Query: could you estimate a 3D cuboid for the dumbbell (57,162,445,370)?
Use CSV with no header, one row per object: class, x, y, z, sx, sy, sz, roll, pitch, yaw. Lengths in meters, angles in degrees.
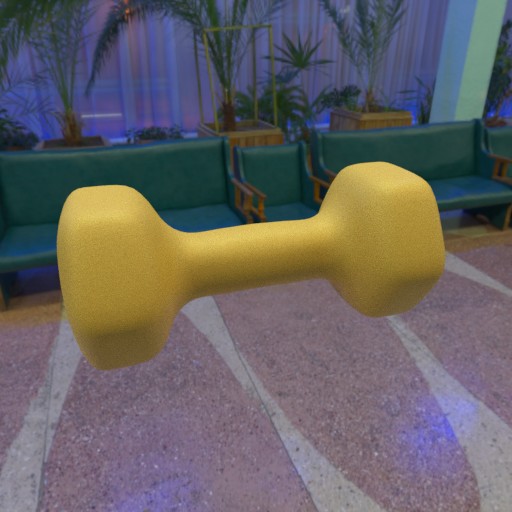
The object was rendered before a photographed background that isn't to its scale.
dumbbell,0.000,0.000,0.235,0.190,0.082,0.090,-8,27,-15
